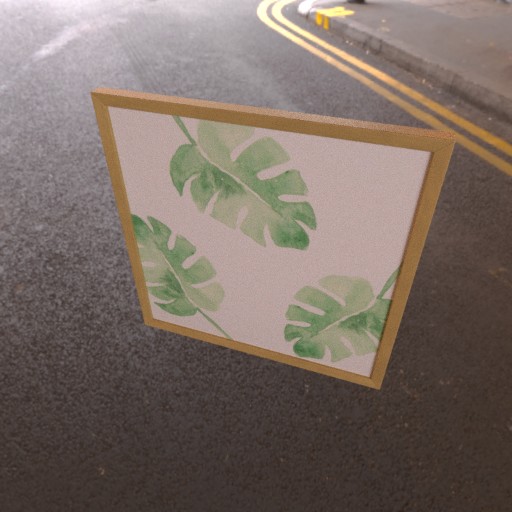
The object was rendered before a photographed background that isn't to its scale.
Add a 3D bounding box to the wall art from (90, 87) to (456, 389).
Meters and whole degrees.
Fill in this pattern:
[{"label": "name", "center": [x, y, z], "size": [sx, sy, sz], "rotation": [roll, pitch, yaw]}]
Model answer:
[{"label": "wall art", "center": [0.000, 0.000, 1.139], "size": [0.763, 0.763, 0.037], "rotation": [12, 41, 15]}]
